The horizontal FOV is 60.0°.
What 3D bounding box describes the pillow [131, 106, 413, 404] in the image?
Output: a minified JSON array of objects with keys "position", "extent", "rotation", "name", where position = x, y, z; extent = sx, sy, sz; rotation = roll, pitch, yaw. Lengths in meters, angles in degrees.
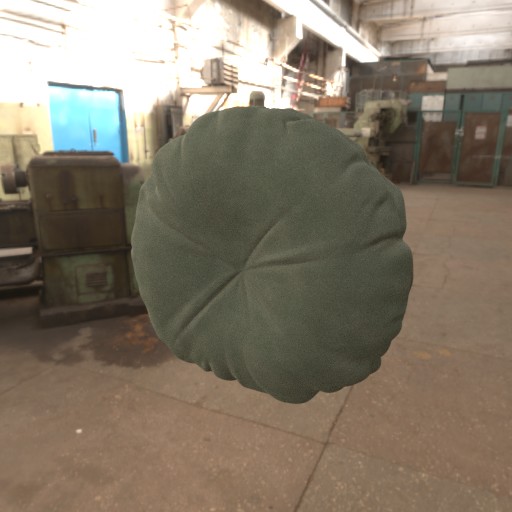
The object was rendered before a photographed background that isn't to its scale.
[{"position":[0.000,0.000,0.632],"extent":[0.428,0.407,0.148],"rotation":[8,17,26],"name":"pillow"}]
